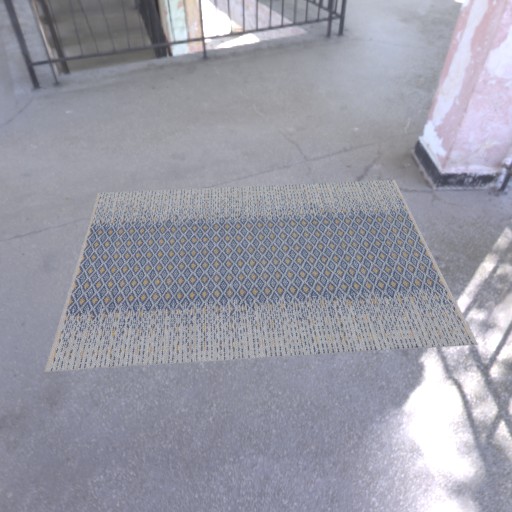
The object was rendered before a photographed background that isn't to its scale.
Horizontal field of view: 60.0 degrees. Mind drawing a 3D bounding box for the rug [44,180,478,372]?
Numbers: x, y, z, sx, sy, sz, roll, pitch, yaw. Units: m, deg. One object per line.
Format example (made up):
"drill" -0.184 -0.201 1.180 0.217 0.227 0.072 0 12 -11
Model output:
"rug" 0.000 0.000 2.294 1.828 0.005 1.219 -3 45 -3
